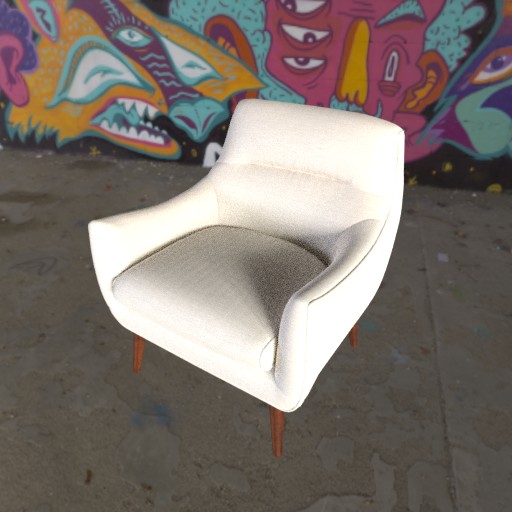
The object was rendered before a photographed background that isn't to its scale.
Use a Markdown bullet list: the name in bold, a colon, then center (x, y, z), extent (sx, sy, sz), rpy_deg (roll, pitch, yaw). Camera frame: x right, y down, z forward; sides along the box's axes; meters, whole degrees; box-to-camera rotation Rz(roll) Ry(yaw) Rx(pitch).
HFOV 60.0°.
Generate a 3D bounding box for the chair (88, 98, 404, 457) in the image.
- **chair**: center (0.000, 0.000, 1.457), extent (0.762, 0.838, 0.787), rpy_deg (19, 36, 29)
